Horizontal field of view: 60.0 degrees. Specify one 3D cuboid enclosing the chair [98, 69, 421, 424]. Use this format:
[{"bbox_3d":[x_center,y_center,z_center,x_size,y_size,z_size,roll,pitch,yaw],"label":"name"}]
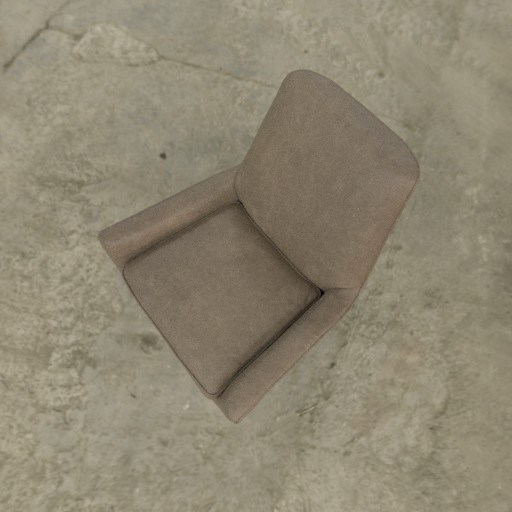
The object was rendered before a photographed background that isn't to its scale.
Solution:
[{"bbox_3d":[0.000,0.000,1.528,0.824,0.888,0.787,-36,70,-15],"label":"chair"}]
